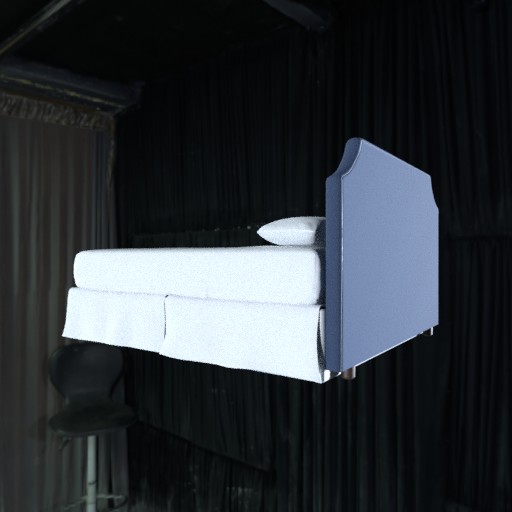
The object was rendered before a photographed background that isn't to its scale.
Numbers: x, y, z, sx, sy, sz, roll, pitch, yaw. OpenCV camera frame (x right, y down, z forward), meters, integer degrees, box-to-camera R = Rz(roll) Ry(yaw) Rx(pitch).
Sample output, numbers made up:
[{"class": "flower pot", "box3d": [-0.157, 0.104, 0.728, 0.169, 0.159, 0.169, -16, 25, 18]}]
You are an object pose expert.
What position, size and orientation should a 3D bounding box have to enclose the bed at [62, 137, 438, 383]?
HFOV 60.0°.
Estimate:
[{"class": "bed", "box3d": [0.000, 0.000, 4.207, 2.773, 1.488, 2.350, 0, 0, 36]}]
